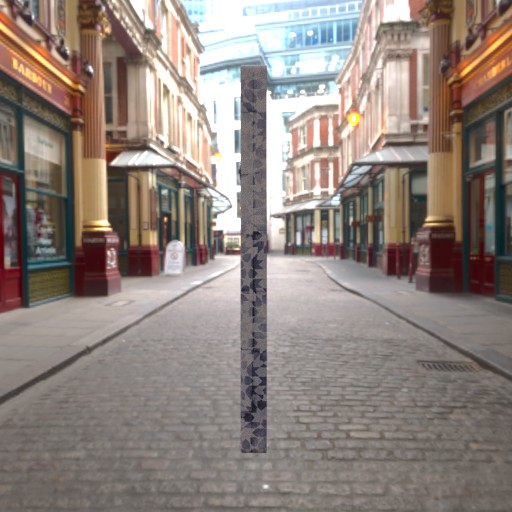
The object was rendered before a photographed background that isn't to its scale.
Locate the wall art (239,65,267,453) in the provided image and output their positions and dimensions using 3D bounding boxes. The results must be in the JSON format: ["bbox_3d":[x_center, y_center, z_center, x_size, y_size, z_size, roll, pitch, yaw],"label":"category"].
[{"bbox_3d":[0.000,0.000,0.764,0.030,0.406,0.608,0,1,1],"label":"wall art"}]
